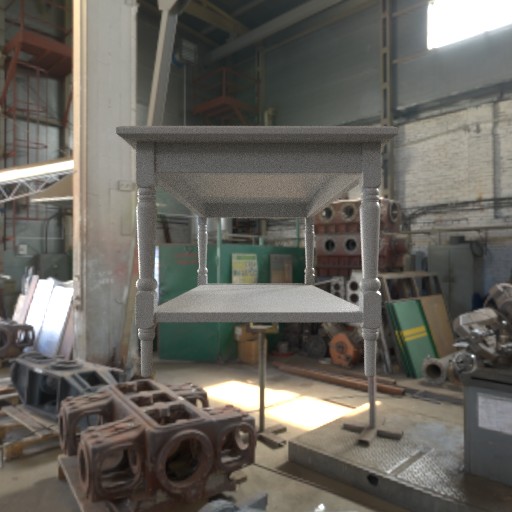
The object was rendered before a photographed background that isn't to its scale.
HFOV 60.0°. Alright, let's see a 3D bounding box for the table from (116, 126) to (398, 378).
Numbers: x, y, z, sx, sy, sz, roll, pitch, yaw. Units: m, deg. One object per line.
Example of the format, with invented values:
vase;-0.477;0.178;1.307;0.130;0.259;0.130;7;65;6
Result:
table;0.000;0.000;1.416;0.551;0.506;1.109;0;0;0
